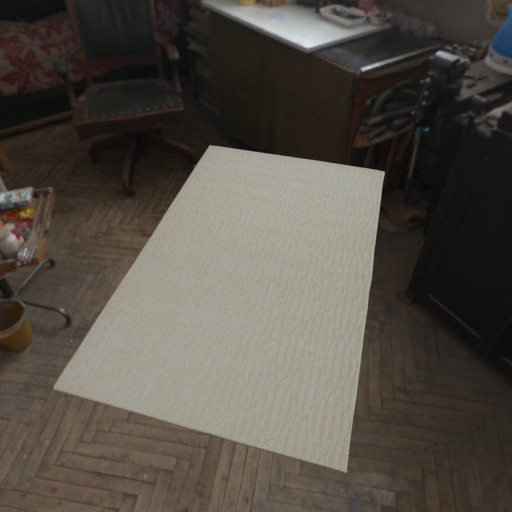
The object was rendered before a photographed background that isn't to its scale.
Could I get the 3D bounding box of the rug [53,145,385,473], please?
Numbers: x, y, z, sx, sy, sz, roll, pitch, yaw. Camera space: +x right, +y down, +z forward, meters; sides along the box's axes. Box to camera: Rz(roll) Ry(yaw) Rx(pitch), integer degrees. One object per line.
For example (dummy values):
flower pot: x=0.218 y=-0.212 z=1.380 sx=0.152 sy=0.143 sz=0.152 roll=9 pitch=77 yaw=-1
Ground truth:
rug: x=0.000 y=0.000 z=2.972 sx=1.531 sy=0.014 sz=2.441 roll=11 pitch=47 yaw=11
